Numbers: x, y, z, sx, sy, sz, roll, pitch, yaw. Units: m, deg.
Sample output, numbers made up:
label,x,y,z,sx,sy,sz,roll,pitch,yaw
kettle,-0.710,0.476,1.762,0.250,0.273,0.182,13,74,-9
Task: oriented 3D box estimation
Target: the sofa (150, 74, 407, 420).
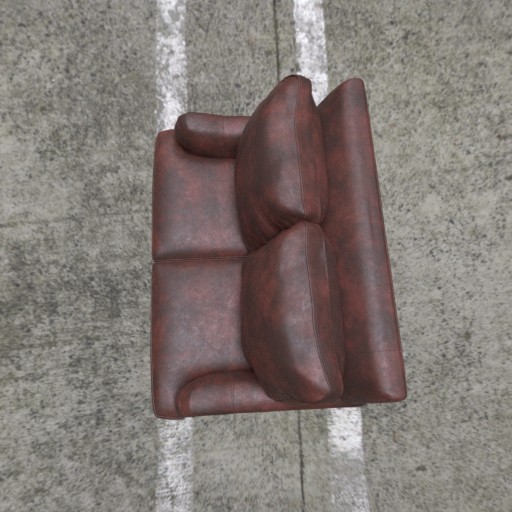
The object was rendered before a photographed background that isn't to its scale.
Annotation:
label,x,y,z,sx,sy,sz,roll,pitch,yaw
sofa,0.000,0.000,2.385,1.148,1.070,1.628,-3,74,-1
